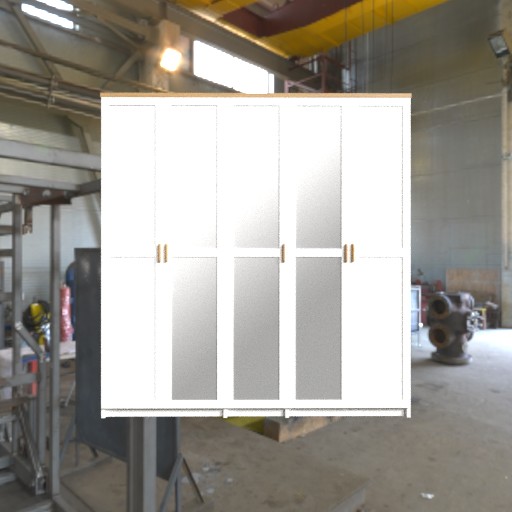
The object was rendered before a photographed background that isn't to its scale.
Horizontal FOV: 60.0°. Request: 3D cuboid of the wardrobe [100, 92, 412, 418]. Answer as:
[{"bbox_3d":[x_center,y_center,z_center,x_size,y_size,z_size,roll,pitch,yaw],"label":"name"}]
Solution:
[{"bbox_3d":[0.000,0.000,3.348,2.160,2.260,0.590,0,0,0],"label":"wardrobe"}]
